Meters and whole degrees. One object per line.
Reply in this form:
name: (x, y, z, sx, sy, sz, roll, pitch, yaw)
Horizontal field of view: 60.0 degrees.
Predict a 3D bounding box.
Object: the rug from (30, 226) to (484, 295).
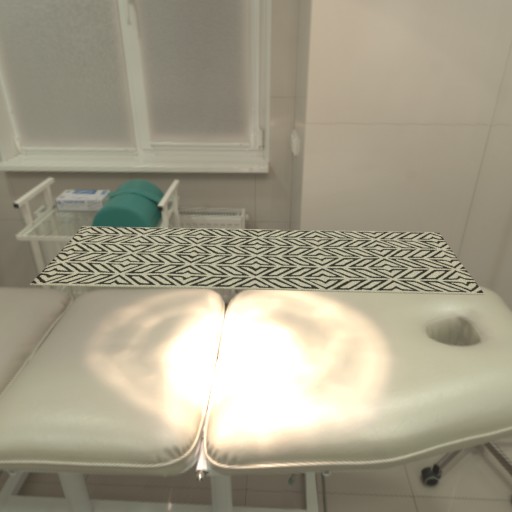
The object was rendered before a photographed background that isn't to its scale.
rug: (0.000, 0.000, 2.697, 2.435, 0.009, 0.750, 1, 29, 2)
